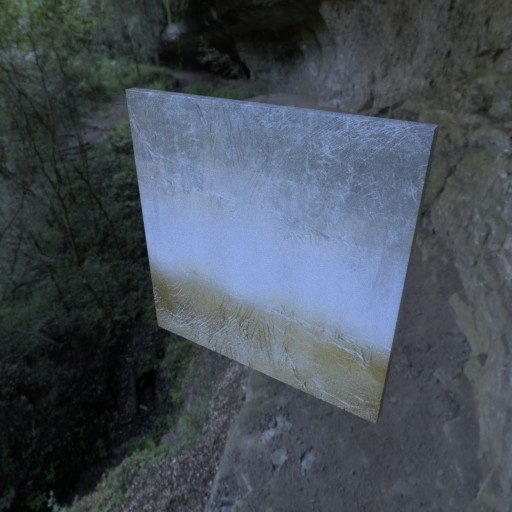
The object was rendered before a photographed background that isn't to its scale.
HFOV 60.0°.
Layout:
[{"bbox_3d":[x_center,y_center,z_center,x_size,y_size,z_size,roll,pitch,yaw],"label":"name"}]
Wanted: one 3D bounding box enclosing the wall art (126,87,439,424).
[{"bbox_3d":[0.000,0.000,1.654,1.092,1.091,0.051,17,34,27],"label":"wall art"}]
